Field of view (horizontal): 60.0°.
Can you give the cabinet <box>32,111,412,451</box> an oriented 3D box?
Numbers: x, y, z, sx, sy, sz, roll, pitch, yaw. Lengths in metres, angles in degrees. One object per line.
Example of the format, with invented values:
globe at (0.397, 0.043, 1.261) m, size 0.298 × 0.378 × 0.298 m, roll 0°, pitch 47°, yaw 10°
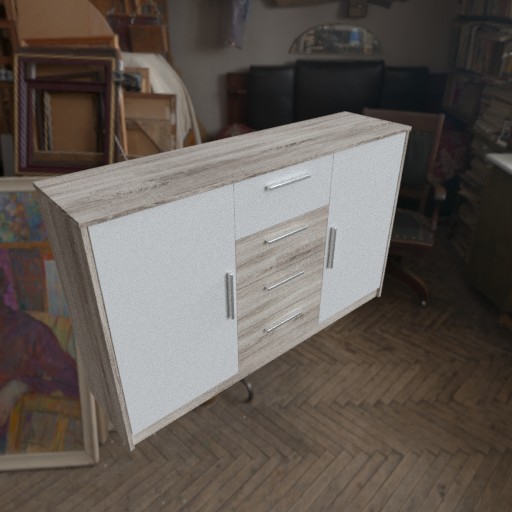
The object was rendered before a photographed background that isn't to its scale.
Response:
cabinet at (0.000, 0.000, 1.846) m, size 1.450 × 0.900 × 0.380 m, roll -23°, pitch 38°, yaw -34°
